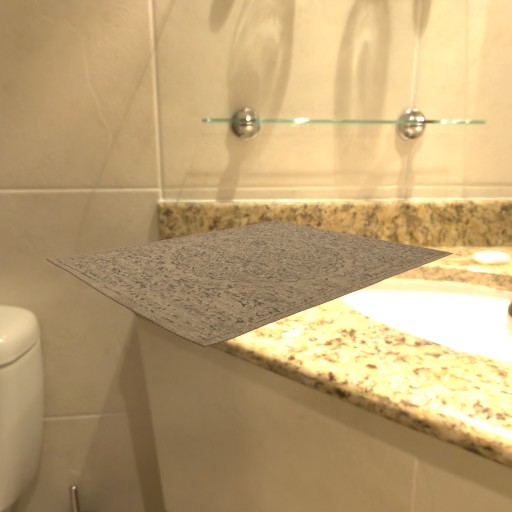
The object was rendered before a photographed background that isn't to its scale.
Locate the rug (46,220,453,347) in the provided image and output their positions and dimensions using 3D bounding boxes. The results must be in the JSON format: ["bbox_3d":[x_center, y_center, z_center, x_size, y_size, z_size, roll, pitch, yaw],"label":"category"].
[{"bbox_3d":[0.000,0.000,4.060,2.925,0.026,2.343,-13,20,-41],"label":"rug"}]
